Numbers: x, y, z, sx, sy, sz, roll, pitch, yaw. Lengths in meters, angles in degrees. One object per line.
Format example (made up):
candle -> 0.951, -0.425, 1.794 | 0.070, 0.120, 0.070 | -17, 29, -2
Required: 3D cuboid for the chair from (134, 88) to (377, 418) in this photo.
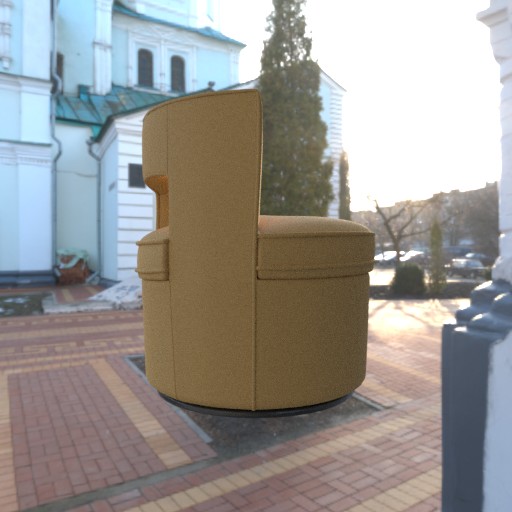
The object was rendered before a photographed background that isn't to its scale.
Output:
chair -> 0.000, 0.000, 1.257 | 0.665, 0.723, 0.650 | 0, 0, -18
